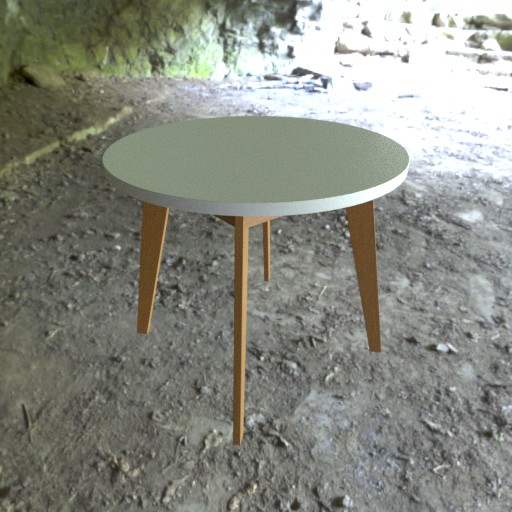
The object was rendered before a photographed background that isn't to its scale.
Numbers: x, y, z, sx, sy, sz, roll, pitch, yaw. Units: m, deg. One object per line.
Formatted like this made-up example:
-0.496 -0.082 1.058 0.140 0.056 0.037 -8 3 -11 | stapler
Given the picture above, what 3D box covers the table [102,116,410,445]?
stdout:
0.000 0.000 1.535 0.896 0.762 0.896 0 29 0 | table
